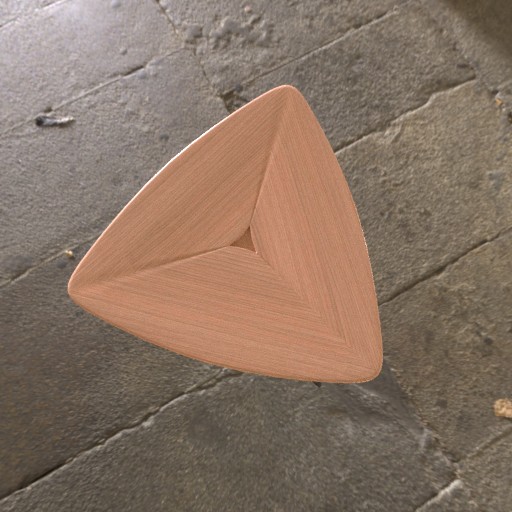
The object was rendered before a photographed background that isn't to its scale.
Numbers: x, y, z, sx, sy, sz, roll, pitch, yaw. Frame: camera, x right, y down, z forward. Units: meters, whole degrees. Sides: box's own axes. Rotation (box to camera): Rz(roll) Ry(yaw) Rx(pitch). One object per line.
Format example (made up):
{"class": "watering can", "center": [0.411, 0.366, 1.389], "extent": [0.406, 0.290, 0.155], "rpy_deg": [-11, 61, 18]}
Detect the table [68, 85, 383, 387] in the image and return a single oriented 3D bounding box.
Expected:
{"class": "table", "center": [0.000, 0.000, 0.899], "extent": [0.442, 0.564, 0.455], "rpy_deg": [15, 75, 4]}
